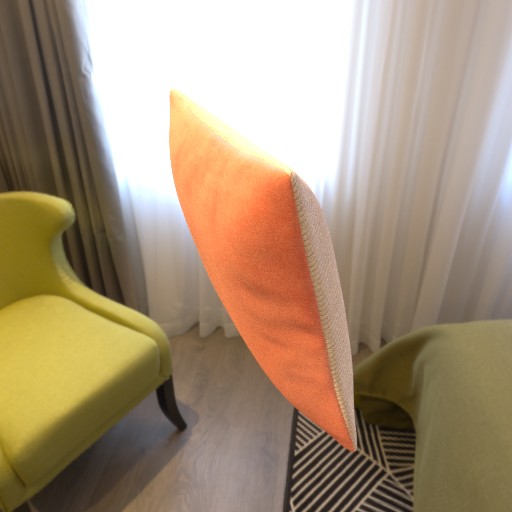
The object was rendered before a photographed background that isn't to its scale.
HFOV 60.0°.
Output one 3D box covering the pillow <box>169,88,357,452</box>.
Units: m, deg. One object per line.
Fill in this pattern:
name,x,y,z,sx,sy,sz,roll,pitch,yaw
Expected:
pillow,0.000,0.000,0.637,0.177,0.401,0.424,-11,32,-19
